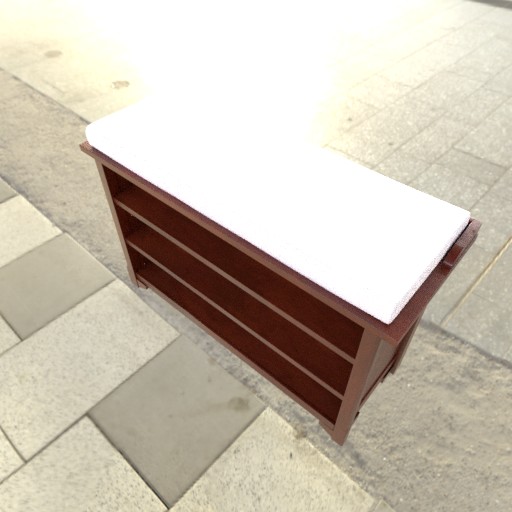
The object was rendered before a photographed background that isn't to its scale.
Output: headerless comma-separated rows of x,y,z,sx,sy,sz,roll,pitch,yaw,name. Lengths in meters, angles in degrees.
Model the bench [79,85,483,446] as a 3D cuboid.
0.000,0.000,1.298,0.987,0.646,0.369,32,54,27,bench
